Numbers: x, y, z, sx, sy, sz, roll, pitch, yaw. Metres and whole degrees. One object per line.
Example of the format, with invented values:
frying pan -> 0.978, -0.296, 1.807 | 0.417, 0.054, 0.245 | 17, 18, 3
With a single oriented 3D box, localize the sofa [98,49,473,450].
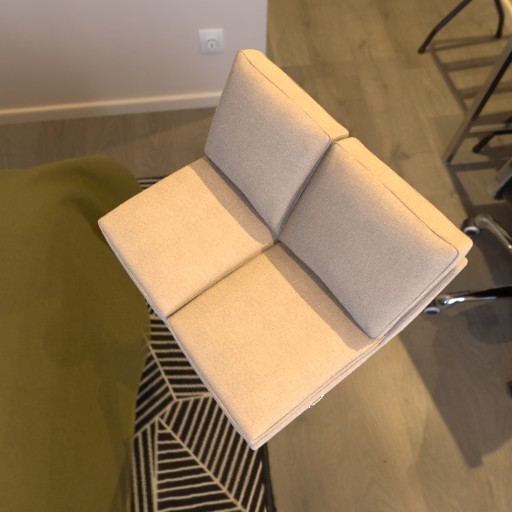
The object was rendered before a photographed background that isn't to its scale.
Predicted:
sofa -> 0.000, 0.000, 1.949 | 0.978, 1.006, 1.232 | -34, 68, -16
